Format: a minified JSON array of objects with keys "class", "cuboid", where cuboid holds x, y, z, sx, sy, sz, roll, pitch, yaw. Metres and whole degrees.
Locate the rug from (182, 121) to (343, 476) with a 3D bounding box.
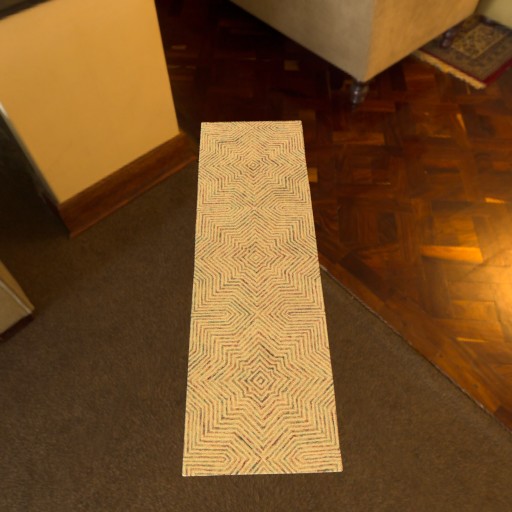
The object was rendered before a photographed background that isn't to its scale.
[{"class":"rug","cuboid":[0.000,0.000,2.750,0.771,0.009,2.443,-1,58,-1]}]
